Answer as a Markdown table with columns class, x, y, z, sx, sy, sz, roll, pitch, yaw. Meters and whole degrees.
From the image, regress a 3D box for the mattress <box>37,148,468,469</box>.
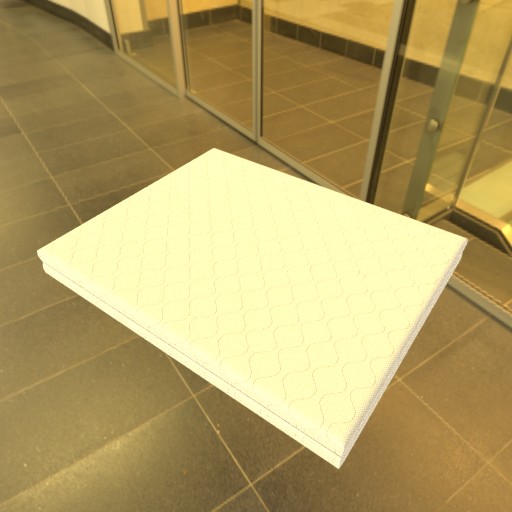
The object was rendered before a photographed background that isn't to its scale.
| class | x | y | z | sx | sy | sz | roll | pitch | yaw |
| --- | --- | --- | --- | --- | --- | --- | --- | --- | --- |
| mattress | 0.000 | 0.000 | 2.672 | 2.000 | 0.200 | 1.600 | 25 | 47 | 27 |
